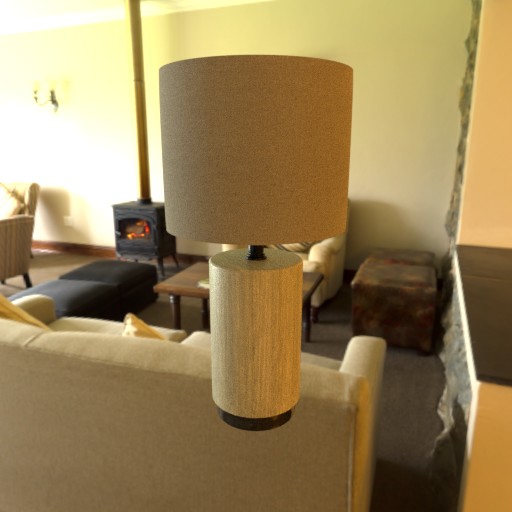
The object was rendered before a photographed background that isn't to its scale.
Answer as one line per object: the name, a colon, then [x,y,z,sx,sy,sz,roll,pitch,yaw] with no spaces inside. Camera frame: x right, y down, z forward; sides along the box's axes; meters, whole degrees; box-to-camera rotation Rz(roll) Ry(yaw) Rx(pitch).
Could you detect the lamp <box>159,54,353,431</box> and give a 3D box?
lamp: [0.000,0.000,0.578,0.228,0.444,0.228,-7,16,-27]
